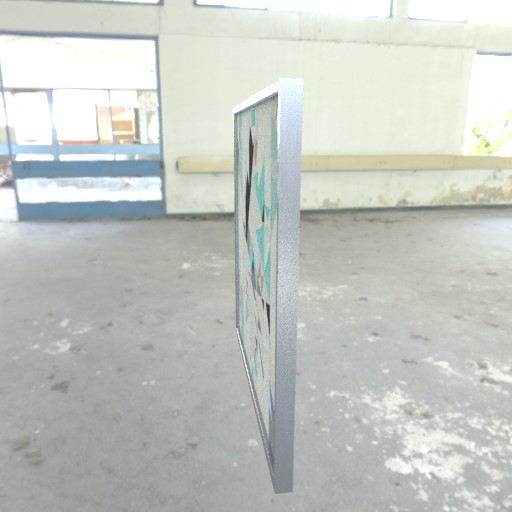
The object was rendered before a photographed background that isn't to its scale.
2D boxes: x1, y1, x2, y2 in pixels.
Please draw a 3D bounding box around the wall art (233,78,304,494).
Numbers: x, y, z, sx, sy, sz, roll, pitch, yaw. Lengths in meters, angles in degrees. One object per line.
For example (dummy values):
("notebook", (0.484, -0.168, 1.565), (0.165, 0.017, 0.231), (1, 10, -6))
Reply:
("wall art", (0.000, 0.000, 1.203), (0.038, 0.806, 0.806), (-2, 15, -8))
